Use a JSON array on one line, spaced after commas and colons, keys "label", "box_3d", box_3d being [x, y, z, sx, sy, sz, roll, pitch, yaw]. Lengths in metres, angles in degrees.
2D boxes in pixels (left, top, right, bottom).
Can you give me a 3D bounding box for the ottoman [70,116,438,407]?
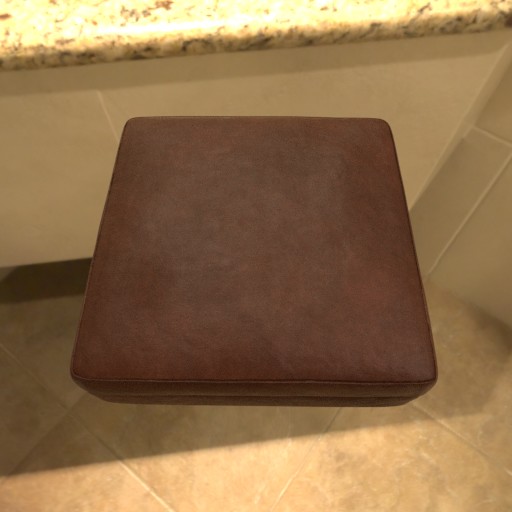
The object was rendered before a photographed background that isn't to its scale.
[{"label": "ottoman", "box_3d": [0.000, 0.000, 1.295, 0.844, 0.415, 0.836, 1, 60, 0]}]
